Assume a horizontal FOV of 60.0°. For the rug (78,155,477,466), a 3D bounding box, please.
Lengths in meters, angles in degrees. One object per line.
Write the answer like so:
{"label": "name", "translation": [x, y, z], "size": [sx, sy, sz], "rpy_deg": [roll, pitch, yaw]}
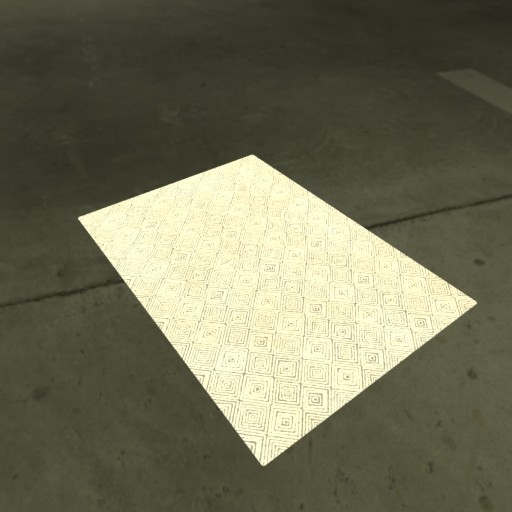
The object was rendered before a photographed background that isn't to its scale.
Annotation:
{"label": "rug", "translation": [0.000, 0.000, 2.932], "size": [1.593, 0.008, 2.238], "rpy_deg": [-26, 48, -27]}
